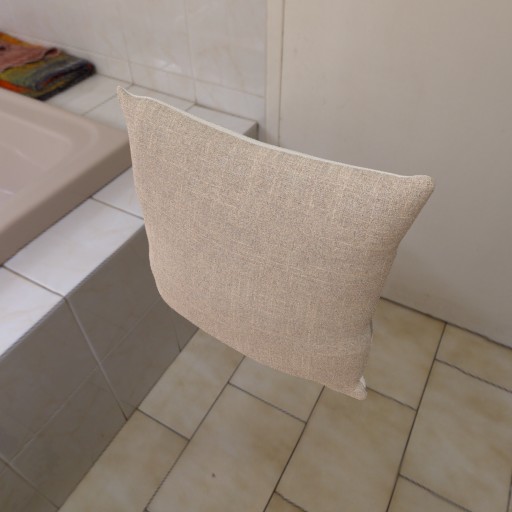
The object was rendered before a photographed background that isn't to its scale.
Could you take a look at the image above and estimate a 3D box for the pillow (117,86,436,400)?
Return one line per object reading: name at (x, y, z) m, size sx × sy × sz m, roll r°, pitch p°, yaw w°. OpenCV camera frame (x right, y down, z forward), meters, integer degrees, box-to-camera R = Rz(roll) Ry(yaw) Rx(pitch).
pillow at (0.000, 0.000, 0.669) m, size 0.439 × 0.440 × 0.182 m, roll 24°, pitch 50°, yaw 21°
